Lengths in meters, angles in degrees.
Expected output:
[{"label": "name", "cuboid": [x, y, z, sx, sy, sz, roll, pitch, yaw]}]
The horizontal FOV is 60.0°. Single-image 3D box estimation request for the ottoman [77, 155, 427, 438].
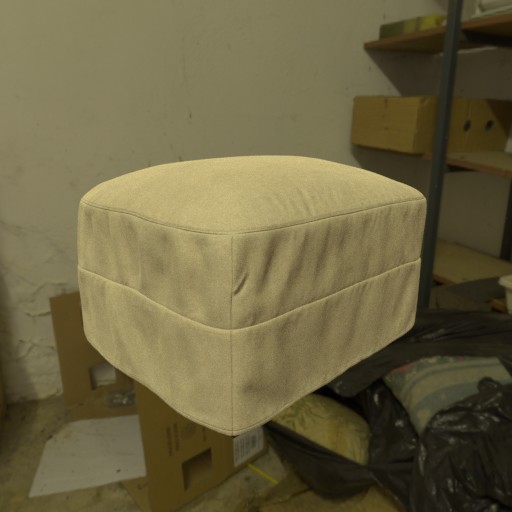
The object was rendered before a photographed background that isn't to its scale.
[{"label": "ottoman", "cuboid": [0.000, 0.000, 1.090, 0.584, 0.480, 0.712, 15, 21, 43]}]
